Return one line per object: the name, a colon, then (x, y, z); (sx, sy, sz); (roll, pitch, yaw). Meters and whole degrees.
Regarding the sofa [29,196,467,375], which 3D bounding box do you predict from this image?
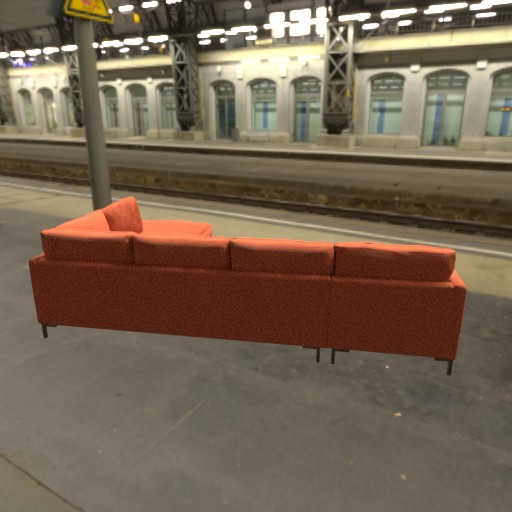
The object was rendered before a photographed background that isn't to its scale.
sofa: (0.000, 0.000, 3.572); (2.736, 0.757, 1.879); (3, 18, 9)
